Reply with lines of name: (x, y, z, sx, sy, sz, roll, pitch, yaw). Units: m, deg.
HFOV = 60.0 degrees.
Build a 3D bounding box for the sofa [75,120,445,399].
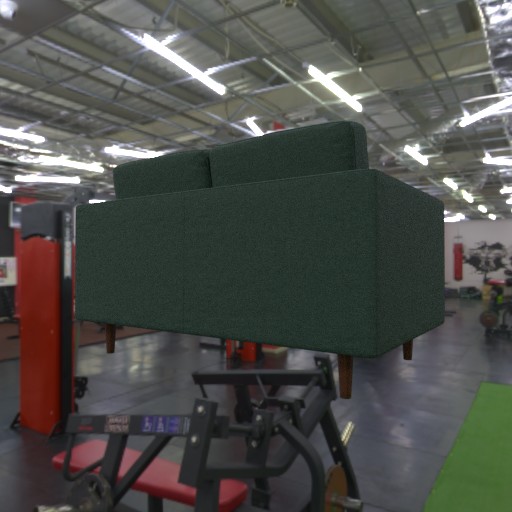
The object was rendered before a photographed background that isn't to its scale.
sofa: (0.000, 0.000, 1.992, 1.430, 0.899, 0.879, 0, -1, 35)
